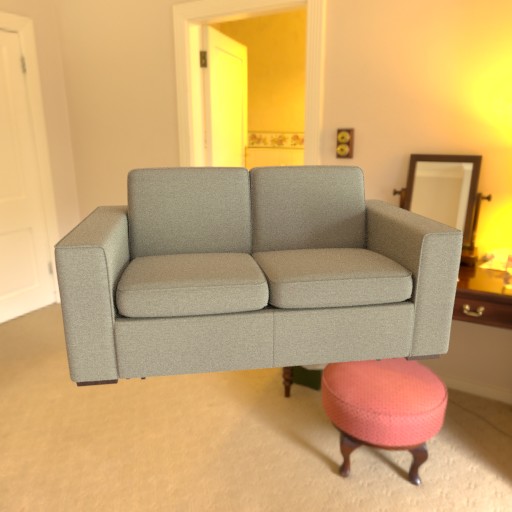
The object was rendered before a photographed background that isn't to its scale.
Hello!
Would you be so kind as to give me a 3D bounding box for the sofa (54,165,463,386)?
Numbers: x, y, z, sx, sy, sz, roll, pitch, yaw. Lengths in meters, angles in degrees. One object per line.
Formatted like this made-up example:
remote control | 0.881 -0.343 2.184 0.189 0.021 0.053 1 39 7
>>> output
sofa | 0.000 0.000 2.435 1.812 0.924 1.007 -2 16 -8
